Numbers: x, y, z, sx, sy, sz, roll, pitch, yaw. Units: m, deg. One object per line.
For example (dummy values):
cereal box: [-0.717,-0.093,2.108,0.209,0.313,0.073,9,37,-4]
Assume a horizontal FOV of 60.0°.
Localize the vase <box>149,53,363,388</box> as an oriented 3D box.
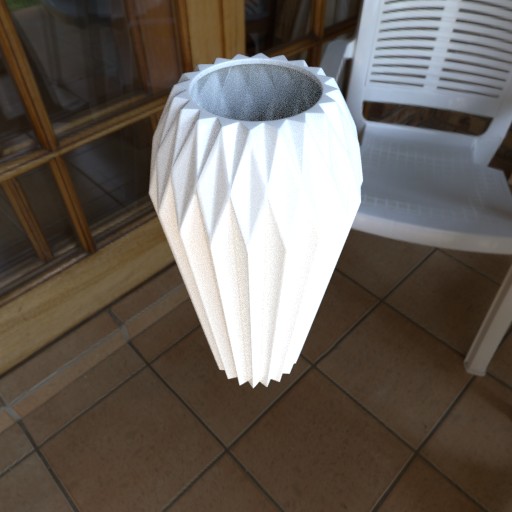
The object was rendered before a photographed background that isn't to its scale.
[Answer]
vase: [0.000,0.000,0.331,0.133,0.263,0.133,0,47,0]
